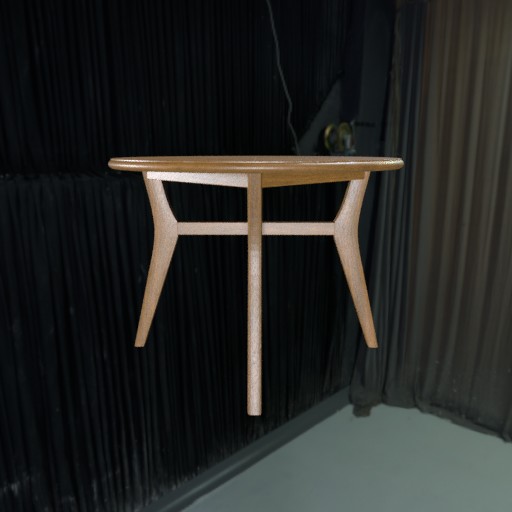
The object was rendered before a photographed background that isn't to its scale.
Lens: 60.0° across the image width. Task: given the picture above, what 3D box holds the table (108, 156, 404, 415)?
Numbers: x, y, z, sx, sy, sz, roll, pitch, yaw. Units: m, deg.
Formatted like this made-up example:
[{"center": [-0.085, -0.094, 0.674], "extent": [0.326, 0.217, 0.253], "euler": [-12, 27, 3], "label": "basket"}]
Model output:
[{"center": [0.000, 0.000, 1.749], "extent": [1.055, 0.757, 1.055], "euler": [0, 13, 0], "label": "table"}]
